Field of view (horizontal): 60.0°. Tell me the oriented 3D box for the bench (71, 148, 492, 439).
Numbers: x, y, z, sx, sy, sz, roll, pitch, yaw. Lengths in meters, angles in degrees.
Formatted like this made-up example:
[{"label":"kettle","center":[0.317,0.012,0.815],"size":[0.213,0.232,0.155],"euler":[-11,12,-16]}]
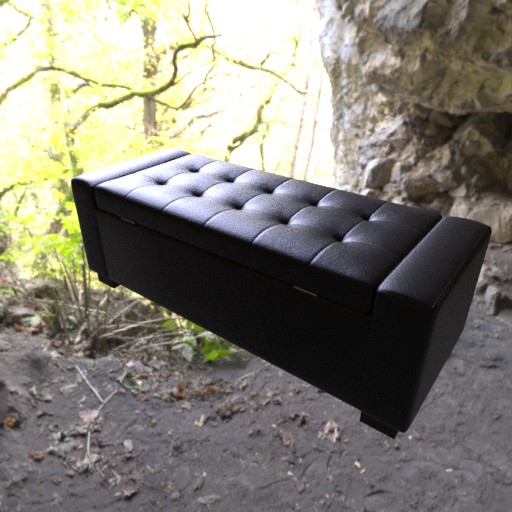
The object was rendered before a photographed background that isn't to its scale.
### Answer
[{"label":"bench","center":[0.000,0.000,1.507],"size":[1.296,0.445,0.508],"euler":[21,35,32]}]
